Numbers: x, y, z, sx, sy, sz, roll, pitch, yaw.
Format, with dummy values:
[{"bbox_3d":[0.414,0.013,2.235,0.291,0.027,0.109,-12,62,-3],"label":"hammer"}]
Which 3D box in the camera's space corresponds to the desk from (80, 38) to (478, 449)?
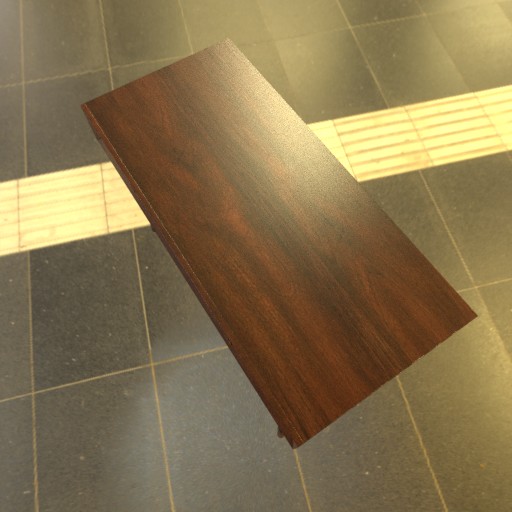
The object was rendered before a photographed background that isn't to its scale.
[{"bbox_3d":[0.000,0.000,2.132,0.734,1.031,1.577,-31,69,-13],"label":"desk"}]
